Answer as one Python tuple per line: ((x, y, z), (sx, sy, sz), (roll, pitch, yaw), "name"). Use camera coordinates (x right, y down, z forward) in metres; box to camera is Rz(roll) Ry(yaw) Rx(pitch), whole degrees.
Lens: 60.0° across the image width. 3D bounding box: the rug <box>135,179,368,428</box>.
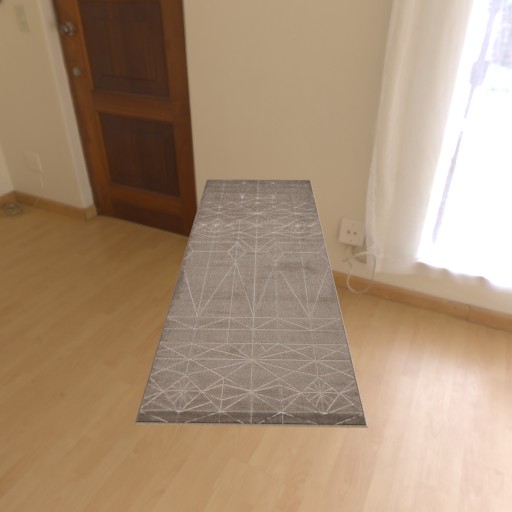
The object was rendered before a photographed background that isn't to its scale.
((0.000, 0.000, 2.655), (0.864, 0.012, 2.388), (0, 32, 1), "rug")
